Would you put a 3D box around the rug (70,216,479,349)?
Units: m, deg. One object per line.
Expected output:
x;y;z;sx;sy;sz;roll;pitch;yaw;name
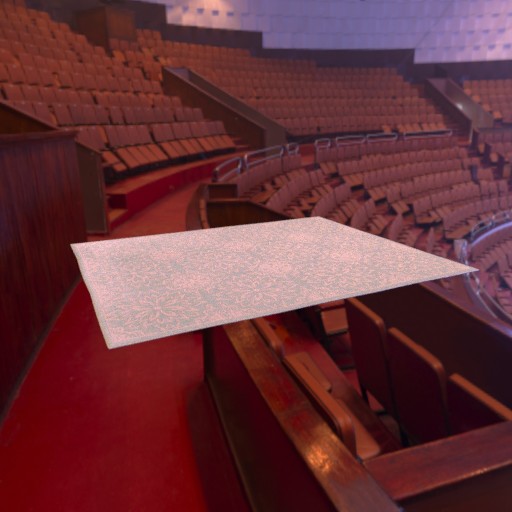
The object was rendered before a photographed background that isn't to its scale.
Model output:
0.000;0.000;4.064;2.980;0.012;2.363;-8;19;-25;rug
